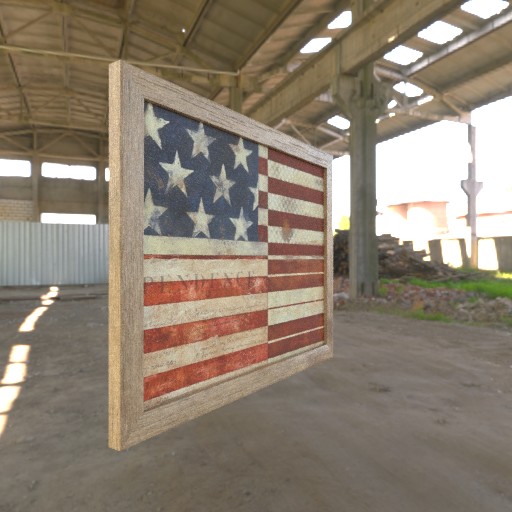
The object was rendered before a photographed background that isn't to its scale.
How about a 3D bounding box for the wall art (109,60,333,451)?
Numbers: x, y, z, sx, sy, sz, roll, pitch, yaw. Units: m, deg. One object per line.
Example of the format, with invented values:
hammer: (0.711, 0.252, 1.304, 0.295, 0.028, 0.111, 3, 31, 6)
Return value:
wall art: (0.000, 0.000, 0.896, 0.026, 0.535, 0.690, 0, 0, 34)
